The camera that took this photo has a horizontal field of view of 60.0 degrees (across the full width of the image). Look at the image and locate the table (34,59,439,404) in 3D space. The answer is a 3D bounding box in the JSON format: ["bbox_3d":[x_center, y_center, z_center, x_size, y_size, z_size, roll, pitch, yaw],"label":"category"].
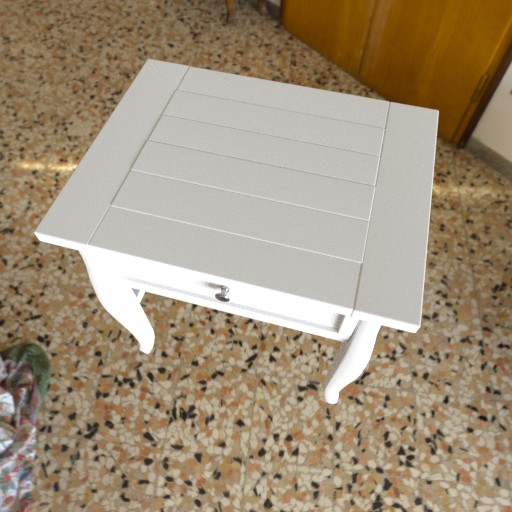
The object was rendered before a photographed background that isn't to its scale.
[{"bbox_3d":[0.000,0.000,1.026,0.599,0.605,0.463,13,59,8],"label":"table"}]
